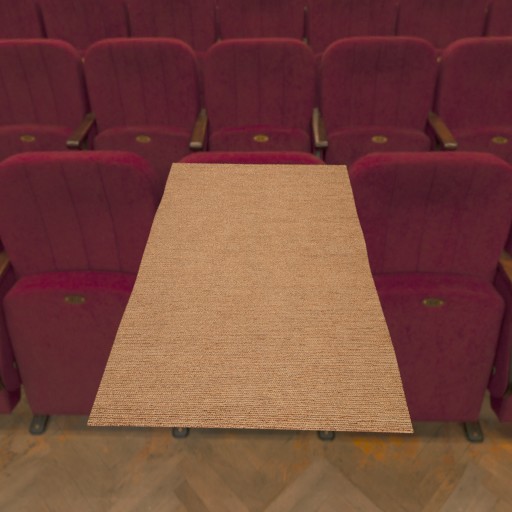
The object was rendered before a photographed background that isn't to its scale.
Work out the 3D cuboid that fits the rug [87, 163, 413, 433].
[{"bbox_3d":[0.000,0.000,2.980,1.533,0.011,2.439,1,41,1],"label":"rug"}]
